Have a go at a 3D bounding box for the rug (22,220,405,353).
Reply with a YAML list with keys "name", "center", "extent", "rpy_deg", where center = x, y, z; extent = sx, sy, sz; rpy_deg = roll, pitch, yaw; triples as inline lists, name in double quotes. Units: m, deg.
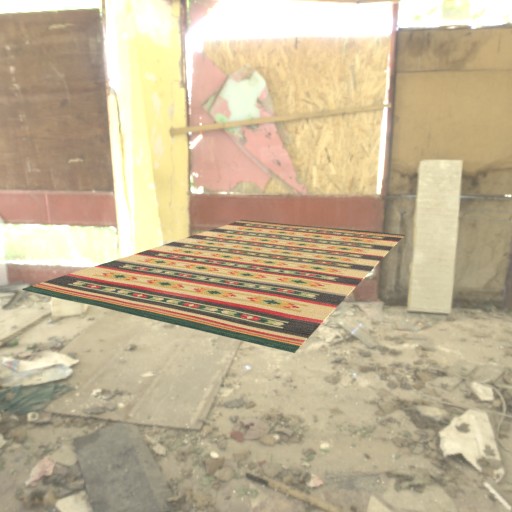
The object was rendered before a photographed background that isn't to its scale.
- name: "rug"
  center: [0.000, 0.000, 2.938]
  extent: [1.522, 0.010, 2.311]
  rpy_deg: [8, 16, 27]
